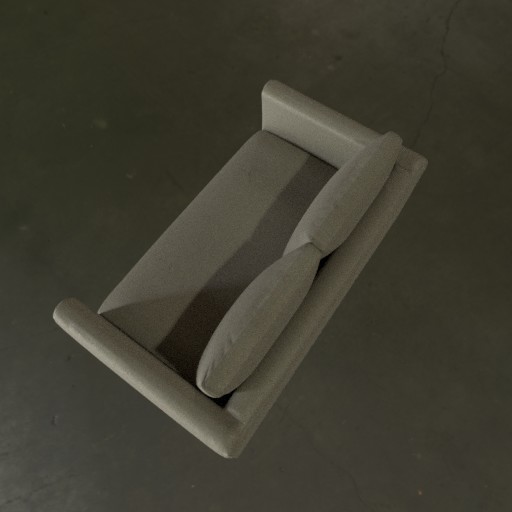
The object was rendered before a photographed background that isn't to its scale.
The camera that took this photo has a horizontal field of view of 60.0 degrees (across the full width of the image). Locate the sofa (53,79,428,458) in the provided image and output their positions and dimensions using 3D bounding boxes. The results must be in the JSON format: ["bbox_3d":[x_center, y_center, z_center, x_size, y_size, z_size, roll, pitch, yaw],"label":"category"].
[{"bbox_3d":[0.000,0.000,2.146,0.899,0.873,1.598,33,69,14],"label":"sofa"}]
